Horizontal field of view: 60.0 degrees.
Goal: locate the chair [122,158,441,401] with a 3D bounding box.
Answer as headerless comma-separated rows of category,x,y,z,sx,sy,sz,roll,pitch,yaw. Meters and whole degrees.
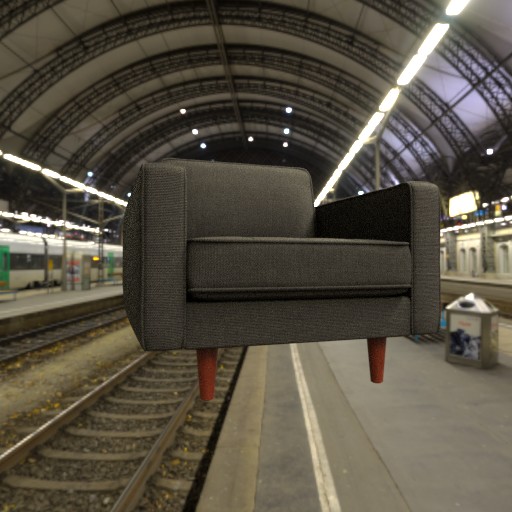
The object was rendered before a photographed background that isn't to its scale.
chair,0.000,0.000,1.600,0.899,0.770,0.919,0,-1,-19
